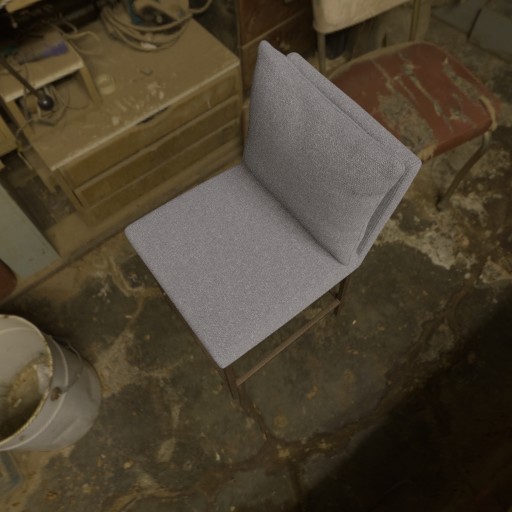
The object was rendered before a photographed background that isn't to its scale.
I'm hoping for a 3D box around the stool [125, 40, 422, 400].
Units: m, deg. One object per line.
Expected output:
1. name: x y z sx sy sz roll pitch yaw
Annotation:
1. stool: 0.000 0.000 1.321 0.569 1.031 0.463 -34 69 -16
